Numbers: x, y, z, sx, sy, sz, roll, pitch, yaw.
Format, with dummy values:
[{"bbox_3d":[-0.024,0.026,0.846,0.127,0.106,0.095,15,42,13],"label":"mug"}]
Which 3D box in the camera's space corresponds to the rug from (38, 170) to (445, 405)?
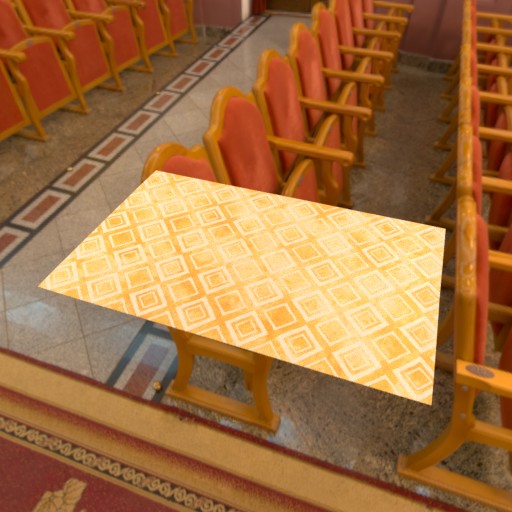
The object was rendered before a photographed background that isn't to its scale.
[{"bbox_3d":[0.000,0.000,3.050,2.424,0.010,1.511,14,44,15],"label":"rug"}]
